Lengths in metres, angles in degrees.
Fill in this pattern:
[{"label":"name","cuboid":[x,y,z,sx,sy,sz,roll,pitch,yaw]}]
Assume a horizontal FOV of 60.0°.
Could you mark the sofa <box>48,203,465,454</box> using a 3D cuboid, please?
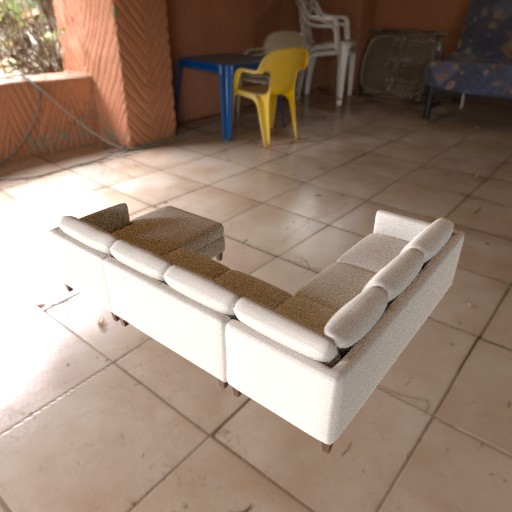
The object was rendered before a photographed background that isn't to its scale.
[{"label":"sofa","cuboid":[0.000,0.000,4.430,3.238,0.853,2.551,21,36,33]}]
